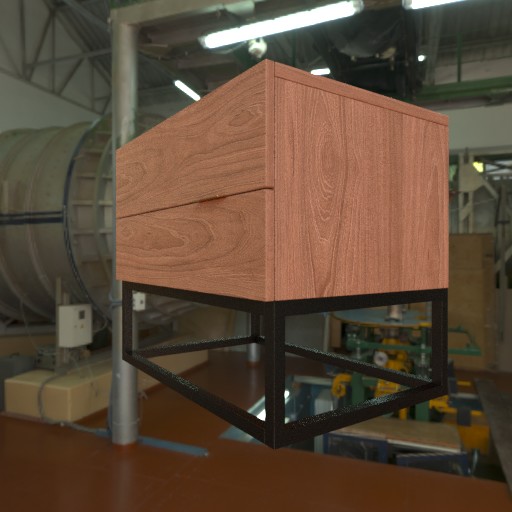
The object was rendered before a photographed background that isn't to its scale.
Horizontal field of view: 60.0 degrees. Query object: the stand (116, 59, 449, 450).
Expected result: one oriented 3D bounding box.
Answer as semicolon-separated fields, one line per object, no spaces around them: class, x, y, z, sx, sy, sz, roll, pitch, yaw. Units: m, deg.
stand;0.000;0.000;0.916;0.420;0.500;0.600;0;0;-35
